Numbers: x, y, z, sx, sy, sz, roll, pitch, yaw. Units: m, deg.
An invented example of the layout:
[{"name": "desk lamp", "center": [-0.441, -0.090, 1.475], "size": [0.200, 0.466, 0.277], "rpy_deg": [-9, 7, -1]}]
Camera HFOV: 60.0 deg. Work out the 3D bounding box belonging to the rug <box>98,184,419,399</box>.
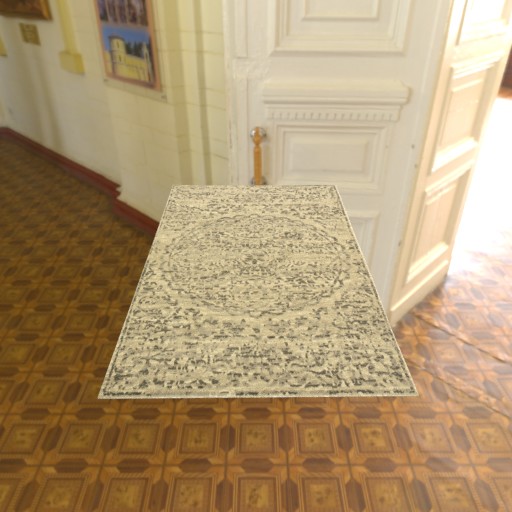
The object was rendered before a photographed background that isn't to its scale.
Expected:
[{"name": "rug", "center": [0.000, 0.000, 3.129], "size": [1.527, 0.021, 2.447], "rpy_deg": [0, 33, -1]}]
